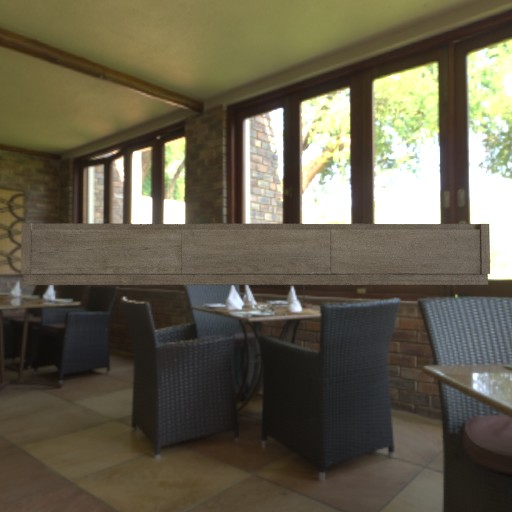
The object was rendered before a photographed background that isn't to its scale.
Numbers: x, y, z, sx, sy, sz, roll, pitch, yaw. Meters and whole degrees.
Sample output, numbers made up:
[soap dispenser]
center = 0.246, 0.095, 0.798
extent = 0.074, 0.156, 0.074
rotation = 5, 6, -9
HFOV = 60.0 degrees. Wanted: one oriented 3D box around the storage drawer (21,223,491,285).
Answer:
[storage drawer]
center = 0.000, 0.000, 2.253
extent = 2.072, 0.274, 0.591
rotation = 0, -2, 0
